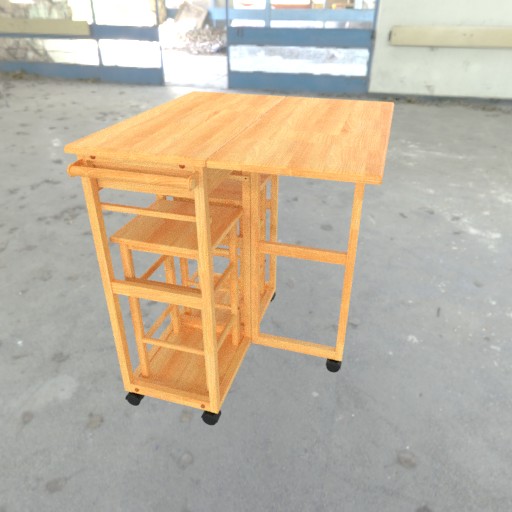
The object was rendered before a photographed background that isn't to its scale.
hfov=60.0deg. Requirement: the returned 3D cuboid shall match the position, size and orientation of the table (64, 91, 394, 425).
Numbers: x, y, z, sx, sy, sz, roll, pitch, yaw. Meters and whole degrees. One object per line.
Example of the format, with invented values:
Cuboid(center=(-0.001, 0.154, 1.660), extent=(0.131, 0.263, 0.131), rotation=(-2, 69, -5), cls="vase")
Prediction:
Cuboid(center=(0.000, 0.000, 1.392), extent=(0.693, 0.832, 0.752), rotation=(9, 31, 15), cls="table")
